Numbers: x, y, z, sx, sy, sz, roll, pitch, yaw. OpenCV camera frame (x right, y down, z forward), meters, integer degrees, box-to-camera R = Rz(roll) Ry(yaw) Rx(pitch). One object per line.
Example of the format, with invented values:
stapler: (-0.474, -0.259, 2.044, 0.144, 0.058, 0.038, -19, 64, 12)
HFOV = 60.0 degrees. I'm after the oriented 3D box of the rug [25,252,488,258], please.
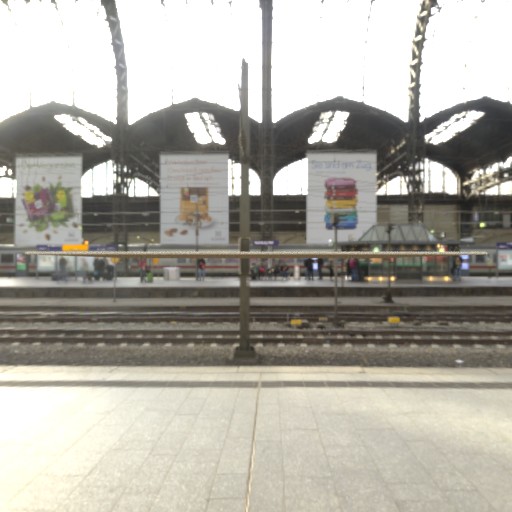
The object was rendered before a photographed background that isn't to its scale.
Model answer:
rug: (0.000, 0.000, 4.122, 3.050, 0.017, 2.441, 0, -1, 0)
